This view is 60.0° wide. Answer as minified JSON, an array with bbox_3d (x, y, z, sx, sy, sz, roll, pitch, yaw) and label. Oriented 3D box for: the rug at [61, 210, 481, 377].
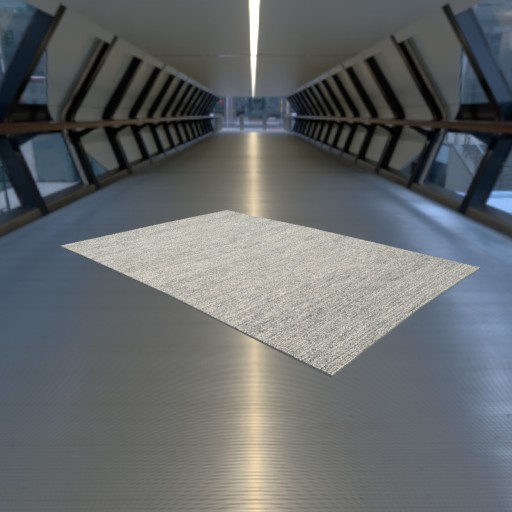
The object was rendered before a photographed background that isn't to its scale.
[{"bbox_3d":[0.000,0.000,2.953,2.338,0.030,1.616,17,25,41],"label":"rug"}]
